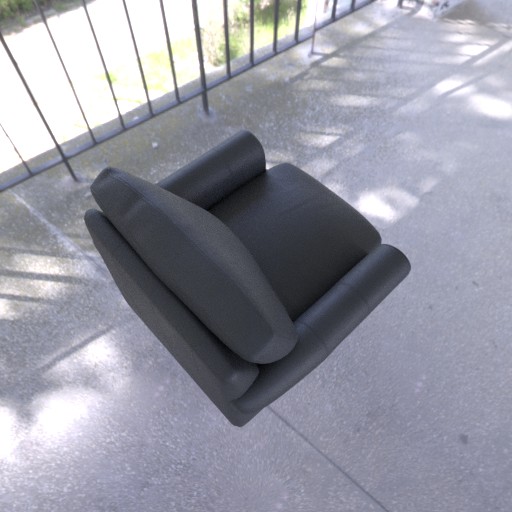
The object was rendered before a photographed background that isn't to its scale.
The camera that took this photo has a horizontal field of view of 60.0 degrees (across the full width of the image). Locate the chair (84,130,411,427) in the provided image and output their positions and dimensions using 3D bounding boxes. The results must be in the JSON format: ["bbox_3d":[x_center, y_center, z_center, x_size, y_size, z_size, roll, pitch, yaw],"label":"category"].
[{"bbox_3d":[0.000,0.000,1.811,1.027,0.960,1.015,-34,65,-18],"label":"chair"}]
